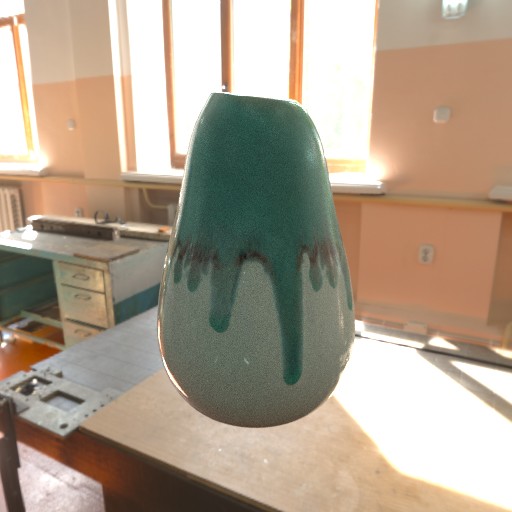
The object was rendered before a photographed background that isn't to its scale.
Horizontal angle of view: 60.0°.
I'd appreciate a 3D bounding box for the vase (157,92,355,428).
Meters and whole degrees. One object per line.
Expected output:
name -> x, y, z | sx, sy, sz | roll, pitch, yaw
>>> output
vase -> 0.000, 0.000, 0.255 | 0.116, 0.179, 0.116 | 0, 14, 0
